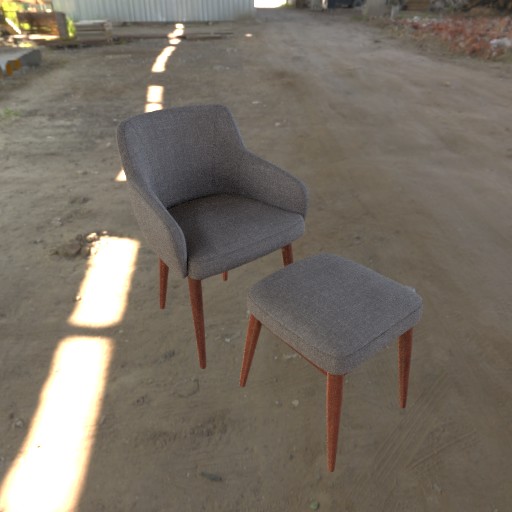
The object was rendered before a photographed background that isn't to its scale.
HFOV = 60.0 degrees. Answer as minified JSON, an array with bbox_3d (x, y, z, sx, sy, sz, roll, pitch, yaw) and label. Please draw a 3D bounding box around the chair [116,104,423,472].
[{"bbox_3d":[0.000,0.000,1.516,0.584,0.799,1.107,-23,38,-33],"label":"chair"}]
